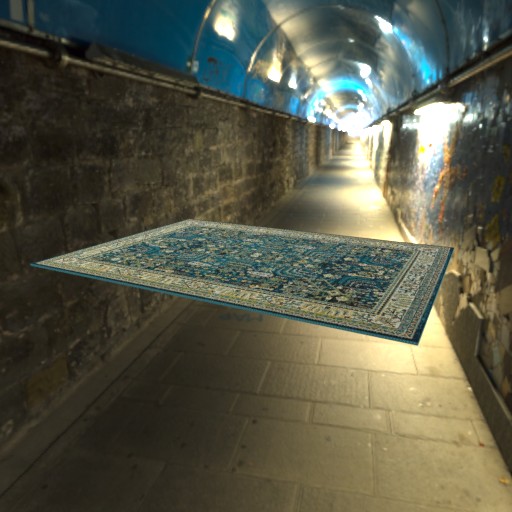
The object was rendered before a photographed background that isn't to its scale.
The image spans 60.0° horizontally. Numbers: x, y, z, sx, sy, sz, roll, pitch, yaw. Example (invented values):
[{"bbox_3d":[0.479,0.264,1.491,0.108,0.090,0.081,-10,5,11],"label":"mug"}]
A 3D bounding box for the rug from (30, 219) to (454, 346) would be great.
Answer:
[{"bbox_3d":[0.000,0.000,2.833,2.213,0.013,1.594,8,18,27],"label":"rug"}]
